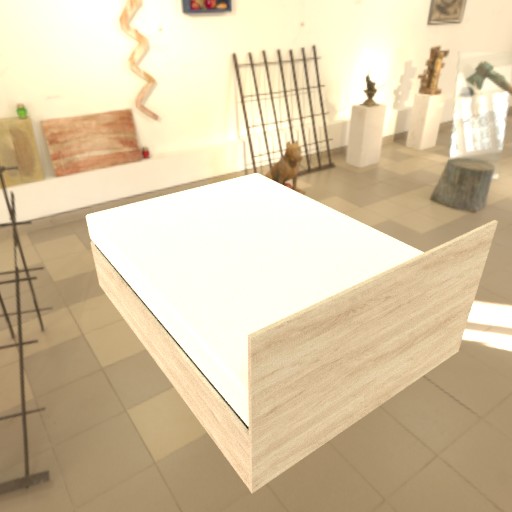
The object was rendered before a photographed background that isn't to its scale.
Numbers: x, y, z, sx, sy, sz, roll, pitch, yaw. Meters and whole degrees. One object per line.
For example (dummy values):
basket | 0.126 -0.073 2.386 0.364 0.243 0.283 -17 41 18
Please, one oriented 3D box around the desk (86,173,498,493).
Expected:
desk | 0.000 0.000 2.571 1.400 0.800 1.900 -20 36 -30
